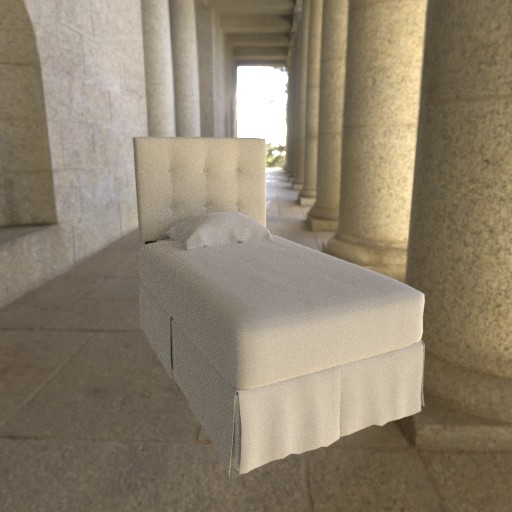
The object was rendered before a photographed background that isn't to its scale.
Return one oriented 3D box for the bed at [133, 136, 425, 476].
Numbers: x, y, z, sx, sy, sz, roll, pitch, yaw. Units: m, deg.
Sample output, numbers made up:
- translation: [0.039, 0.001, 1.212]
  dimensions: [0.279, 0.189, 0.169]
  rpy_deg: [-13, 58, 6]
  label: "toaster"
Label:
- translation: [0.000, 0.000, 2.983]
  dimensions: [1.261, 1.571, 1.997]
  rpy_deg: [-7, 16, -26]
  label: "bed"
